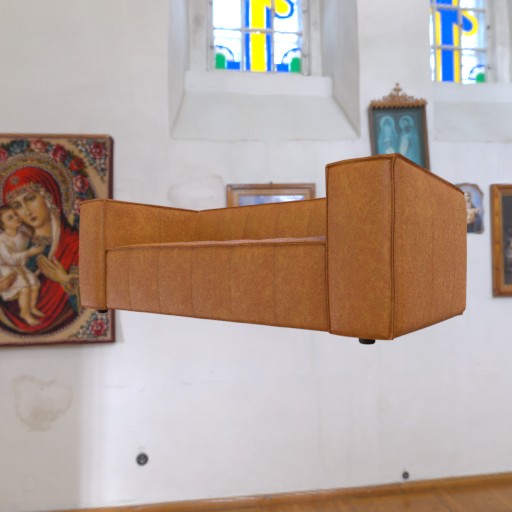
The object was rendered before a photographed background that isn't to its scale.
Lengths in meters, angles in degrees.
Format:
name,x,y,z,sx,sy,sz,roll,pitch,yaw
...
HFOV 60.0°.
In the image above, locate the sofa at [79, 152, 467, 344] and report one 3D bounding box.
name,x,y,z,sx,sy,sz,roll,pitch,yaw
sofa,0.000,0.000,2.572,2.088,0.703,1.102,-1,-1,38
